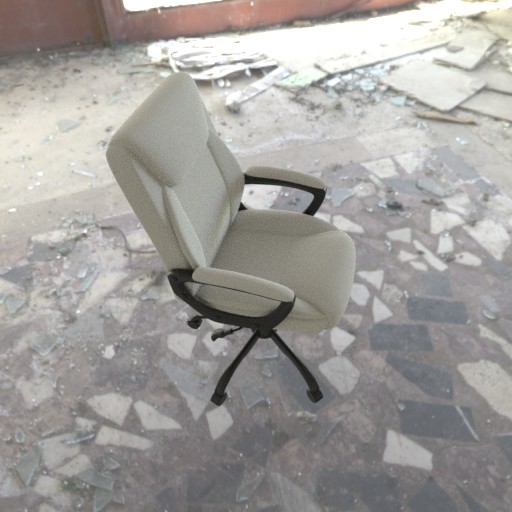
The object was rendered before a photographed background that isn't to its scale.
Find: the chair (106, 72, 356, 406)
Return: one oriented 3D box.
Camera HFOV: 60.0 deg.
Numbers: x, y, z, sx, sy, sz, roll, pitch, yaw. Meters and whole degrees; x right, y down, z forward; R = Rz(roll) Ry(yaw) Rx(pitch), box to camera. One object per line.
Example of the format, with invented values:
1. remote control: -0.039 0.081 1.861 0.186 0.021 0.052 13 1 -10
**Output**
1. chair: 0.000 0.000 1.508 0.669 1.065 0.663 12 48 11
